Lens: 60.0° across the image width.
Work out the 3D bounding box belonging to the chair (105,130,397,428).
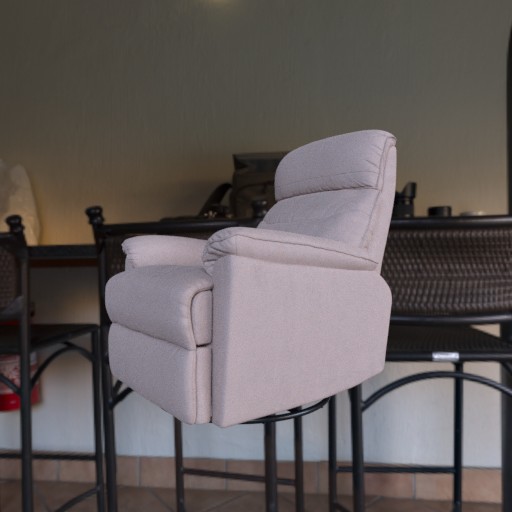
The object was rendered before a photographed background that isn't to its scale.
[{"bbox_3d":[0.000,0.000,1.710,1.004,1.037,0.820,0,0,-36],"label":"chair"}]
